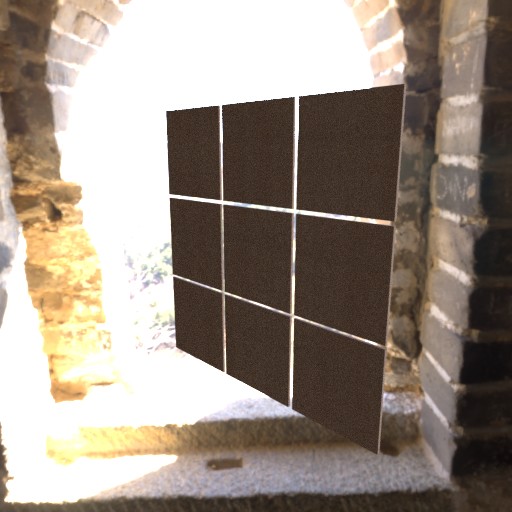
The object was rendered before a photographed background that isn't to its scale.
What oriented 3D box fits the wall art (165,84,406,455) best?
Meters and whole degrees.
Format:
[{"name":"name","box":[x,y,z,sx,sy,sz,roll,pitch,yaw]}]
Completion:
[{"name":"wall art","box":[0.000,0.000,1.831,0.013,1.218,1.219,-13,18,-43]}]
